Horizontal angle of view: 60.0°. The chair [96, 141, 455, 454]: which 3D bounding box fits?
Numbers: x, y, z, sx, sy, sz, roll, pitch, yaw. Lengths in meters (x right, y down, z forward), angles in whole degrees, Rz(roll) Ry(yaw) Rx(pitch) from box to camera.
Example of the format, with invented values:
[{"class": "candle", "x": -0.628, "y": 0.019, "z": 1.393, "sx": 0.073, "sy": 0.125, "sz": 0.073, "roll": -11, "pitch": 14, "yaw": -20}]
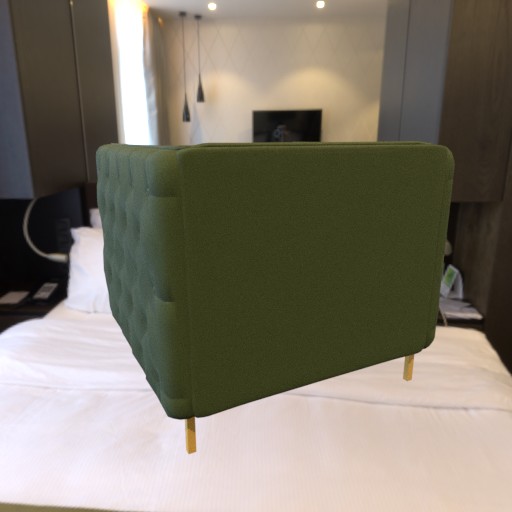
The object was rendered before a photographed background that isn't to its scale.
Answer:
[{"class": "chair", "x": 0.000, "y": 0.000, "z": 1.522, "sx": 0.917, "sy": 0.768, "sz": 0.855, "roll": -8, "pitch": 17, "yaw": -26}]
